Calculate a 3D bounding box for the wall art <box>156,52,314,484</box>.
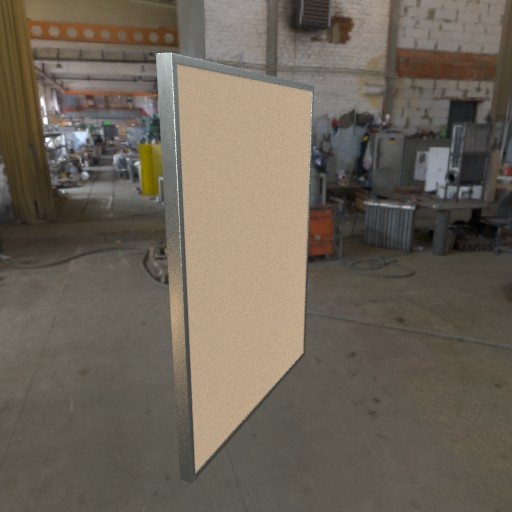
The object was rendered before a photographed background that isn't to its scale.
[{"bbox_3d":[0.000,0.000,1.391,0.041,1.062,0.803,8,18,27],"label":"wall art"}]
